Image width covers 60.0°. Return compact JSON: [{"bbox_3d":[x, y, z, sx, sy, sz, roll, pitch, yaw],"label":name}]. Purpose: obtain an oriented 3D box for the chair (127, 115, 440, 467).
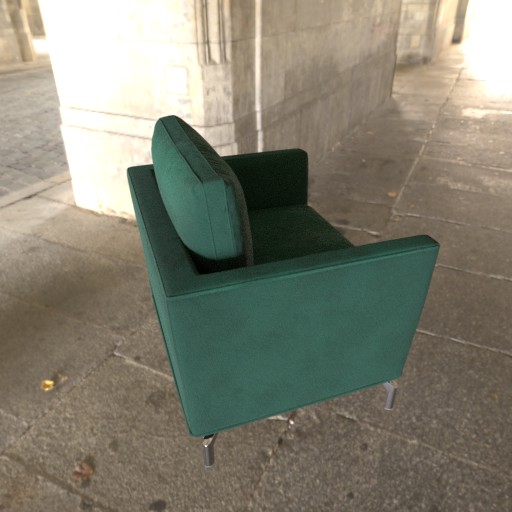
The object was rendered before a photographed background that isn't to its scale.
[{"bbox_3d":[0.000,0.000,1.774,0.852,0.997,1.047,-10,32,-17],"label":"chair"}]
